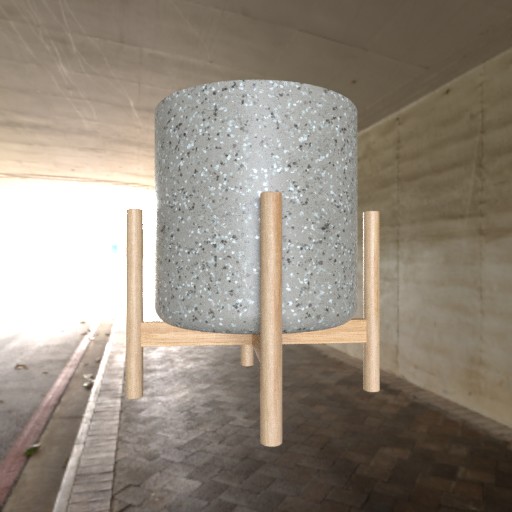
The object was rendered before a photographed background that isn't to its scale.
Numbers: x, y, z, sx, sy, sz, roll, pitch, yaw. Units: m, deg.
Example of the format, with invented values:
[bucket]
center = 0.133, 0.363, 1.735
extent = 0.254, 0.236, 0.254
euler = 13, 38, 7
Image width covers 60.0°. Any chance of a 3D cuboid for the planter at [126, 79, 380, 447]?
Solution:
[planter]
center = 0.000, 0.000, 0.678
extent = 0.360, 0.419, 0.360
euler = 0, 0, 17
